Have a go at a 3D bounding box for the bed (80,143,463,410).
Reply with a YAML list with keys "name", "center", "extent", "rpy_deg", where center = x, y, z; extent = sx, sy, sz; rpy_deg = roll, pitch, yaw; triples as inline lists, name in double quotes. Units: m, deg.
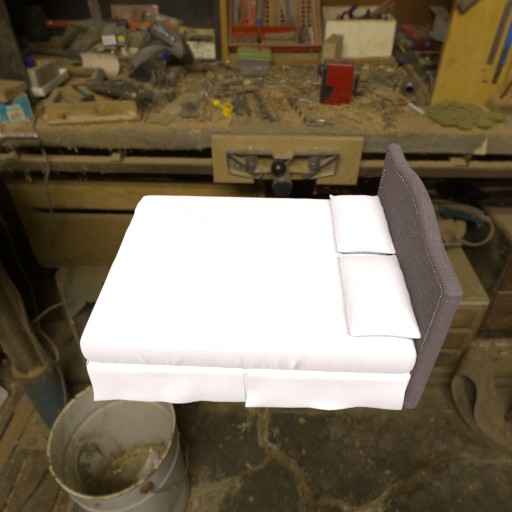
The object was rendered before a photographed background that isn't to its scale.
- name: "bed"
  center: [0.000, 0.000, 3.981]
  extent: [2.689, 1.457, 2.161]
  rpy_deg: [2, 41, 2]
